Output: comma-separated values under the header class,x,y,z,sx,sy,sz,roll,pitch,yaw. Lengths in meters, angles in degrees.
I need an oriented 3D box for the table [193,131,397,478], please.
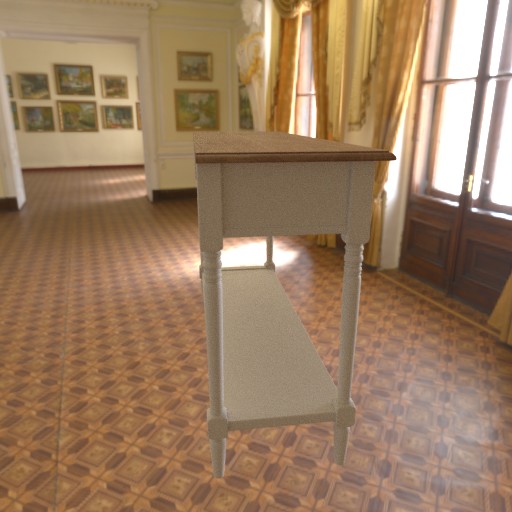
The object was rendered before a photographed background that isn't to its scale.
class,x,y,z,sx,sy,sz,roll,pitch,yaw
table,0.000,0.000,1.551,0.399,0.800,1.219,-2,18,-8
